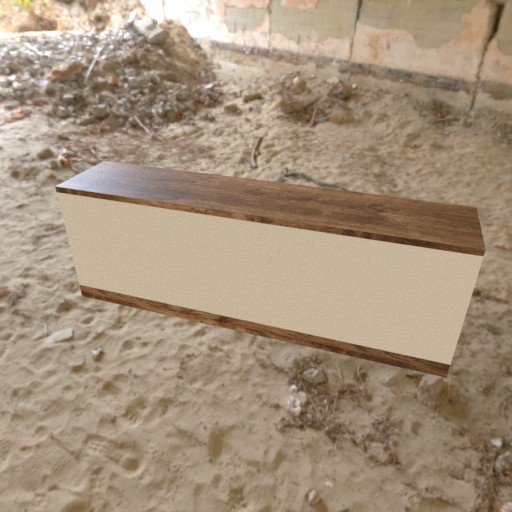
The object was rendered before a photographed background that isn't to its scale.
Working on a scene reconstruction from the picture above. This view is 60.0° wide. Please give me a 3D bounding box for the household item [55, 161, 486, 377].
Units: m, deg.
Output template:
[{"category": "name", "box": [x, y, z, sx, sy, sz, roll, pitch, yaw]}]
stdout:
[{"category": "household item", "box": [0.000, 0.000, 2.088, 1.800, 0.615, 0.390, 10, 32, 16]}]
